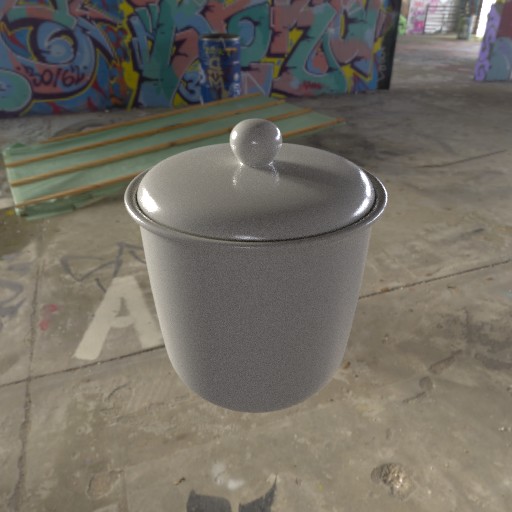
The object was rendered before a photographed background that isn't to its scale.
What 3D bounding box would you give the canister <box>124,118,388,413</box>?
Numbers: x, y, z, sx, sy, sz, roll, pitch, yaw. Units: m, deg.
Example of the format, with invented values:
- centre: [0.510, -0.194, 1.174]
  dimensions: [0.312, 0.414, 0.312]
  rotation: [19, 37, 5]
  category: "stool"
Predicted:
- centre: [0.000, 0.000, 0.345]
  dimensions: [0.182, 0.208, 0.182]
  rotation: [0, 30, 0]
  category: "canister"
